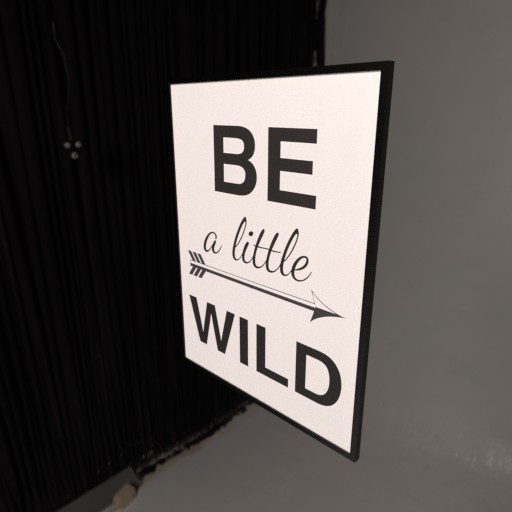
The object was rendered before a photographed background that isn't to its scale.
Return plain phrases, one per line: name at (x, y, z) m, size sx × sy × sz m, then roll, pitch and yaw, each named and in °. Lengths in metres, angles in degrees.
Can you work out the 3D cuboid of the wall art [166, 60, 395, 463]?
wall art at (0.000, 0.000, 0.756) m, size 0.442 × 0.582 × 0.013 m, roll 17°, pitch 24°, yaw 41°
